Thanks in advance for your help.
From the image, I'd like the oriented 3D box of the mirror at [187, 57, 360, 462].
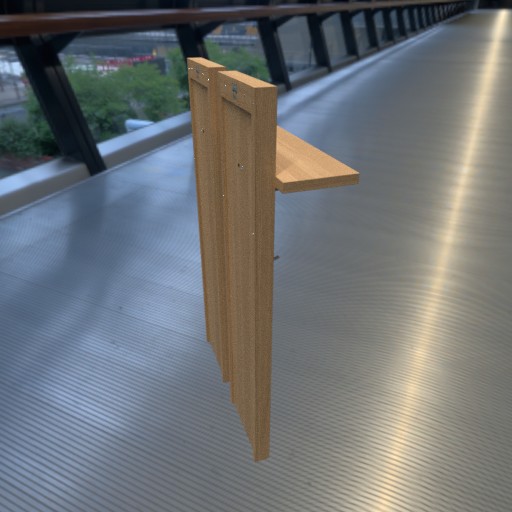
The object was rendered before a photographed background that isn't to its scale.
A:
[{"bbox_3d":[0.000,0.000,1.589,0.260,1.250,0.800,-10,31,-17],"label":"mirror"}]
